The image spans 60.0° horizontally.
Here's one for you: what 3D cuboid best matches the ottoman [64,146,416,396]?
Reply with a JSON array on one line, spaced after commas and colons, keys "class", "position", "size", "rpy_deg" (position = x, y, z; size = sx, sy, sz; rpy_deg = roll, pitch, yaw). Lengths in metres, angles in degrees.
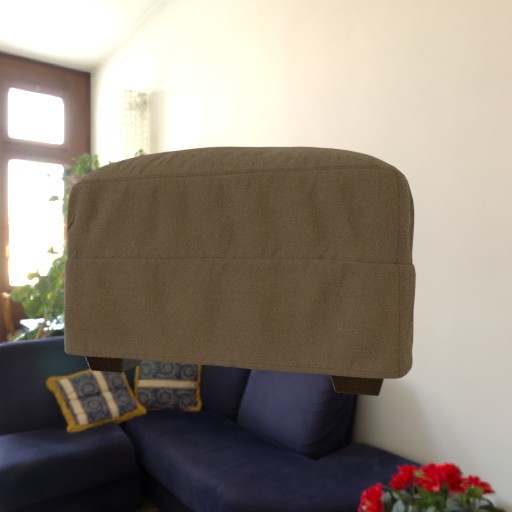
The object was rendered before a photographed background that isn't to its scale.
[{"class": "ottoman", "position": [0.000, 0.000, 1.065], "size": [0.712, 0.480, 0.584], "rpy_deg": [0, 0, 17]}]
